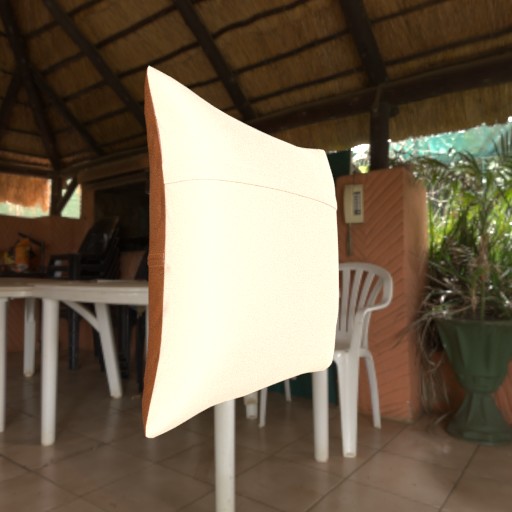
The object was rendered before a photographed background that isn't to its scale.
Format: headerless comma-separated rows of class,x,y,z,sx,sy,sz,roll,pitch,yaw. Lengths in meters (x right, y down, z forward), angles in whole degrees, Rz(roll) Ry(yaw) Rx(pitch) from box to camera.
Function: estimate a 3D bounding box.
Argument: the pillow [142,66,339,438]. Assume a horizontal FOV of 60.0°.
pillow,0.000,0.000,0.768,0.192,0.477,0.501,-2,-3,36
